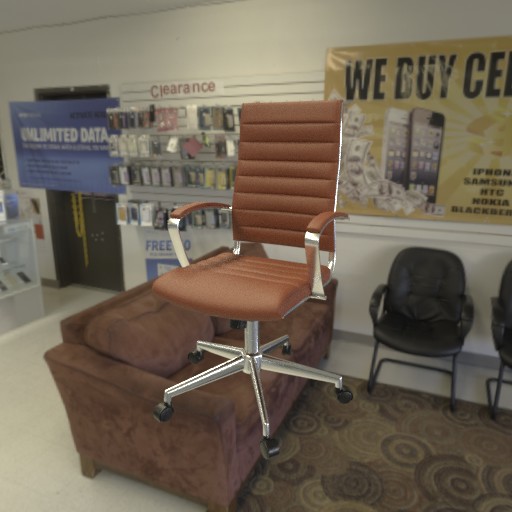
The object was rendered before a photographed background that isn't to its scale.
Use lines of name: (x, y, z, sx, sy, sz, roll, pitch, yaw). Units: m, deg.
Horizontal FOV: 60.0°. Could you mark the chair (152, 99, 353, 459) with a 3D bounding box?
chair: (0.000, 0.000, 1.685, 0.766, 1.149, 0.739, 8, 17, 26)
